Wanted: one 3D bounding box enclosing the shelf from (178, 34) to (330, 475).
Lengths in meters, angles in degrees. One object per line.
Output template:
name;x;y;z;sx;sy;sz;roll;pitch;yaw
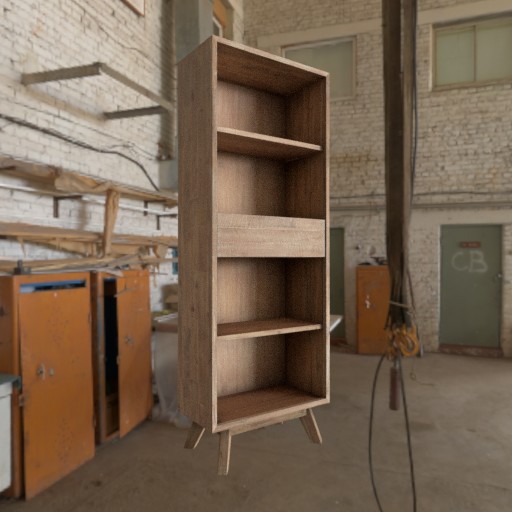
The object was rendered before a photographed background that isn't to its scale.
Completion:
shelf;0.000;0.000;1.581;0.491;1.342;0.267;0;0;-35
